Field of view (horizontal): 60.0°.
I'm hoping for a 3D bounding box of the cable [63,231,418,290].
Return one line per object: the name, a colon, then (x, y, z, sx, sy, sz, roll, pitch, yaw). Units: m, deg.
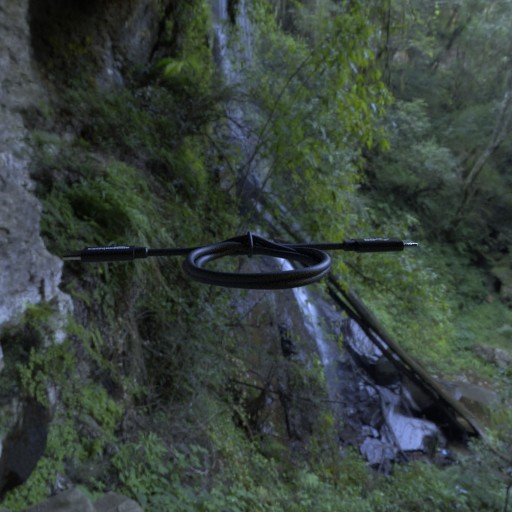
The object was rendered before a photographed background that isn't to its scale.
cable: (0.000, 0.000, 0.209, 0.186, 0.014, 0.070, -2, 15, -8)
